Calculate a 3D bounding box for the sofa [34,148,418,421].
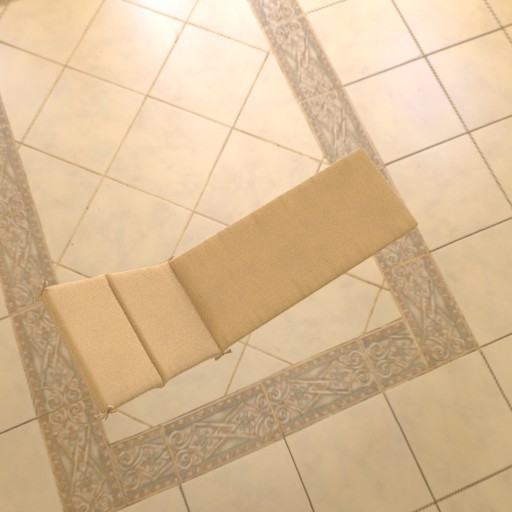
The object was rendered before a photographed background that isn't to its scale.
[{"bbox_3d":[0.000,0.000,1.980,1.663,0.622,0.582,-31,79,-7],"label":"sofa"}]
